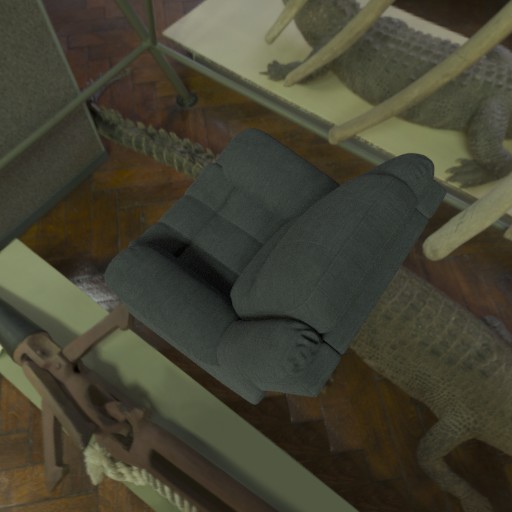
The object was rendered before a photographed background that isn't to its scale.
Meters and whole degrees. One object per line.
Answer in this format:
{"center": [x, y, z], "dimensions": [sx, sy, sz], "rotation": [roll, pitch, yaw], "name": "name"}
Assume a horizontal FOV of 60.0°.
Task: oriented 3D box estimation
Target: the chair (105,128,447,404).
{"center": [0.000, 0.000, 1.707], "dimensions": [0.944, 1.008, 0.899], "rotation": [33, 66, 16], "name": "chair"}
